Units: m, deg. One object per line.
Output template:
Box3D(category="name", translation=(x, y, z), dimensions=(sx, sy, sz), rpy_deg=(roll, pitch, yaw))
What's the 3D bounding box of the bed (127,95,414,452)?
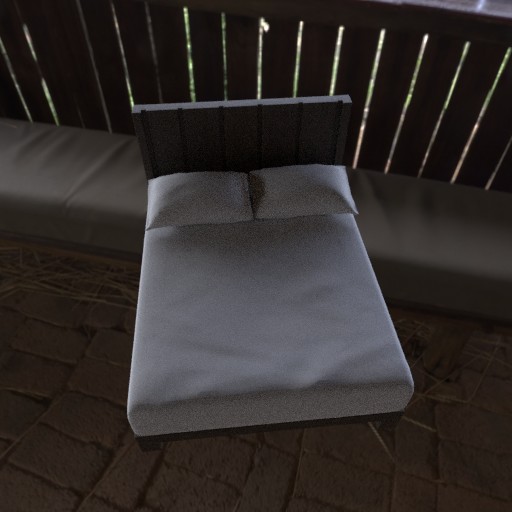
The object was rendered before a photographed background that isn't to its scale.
Box3D(category="bed", translation=(0.000, 0.000, 3.257), dimensions=(1.727, 1.270, 2.242), rpy_deg=(-4, 47, -4))
